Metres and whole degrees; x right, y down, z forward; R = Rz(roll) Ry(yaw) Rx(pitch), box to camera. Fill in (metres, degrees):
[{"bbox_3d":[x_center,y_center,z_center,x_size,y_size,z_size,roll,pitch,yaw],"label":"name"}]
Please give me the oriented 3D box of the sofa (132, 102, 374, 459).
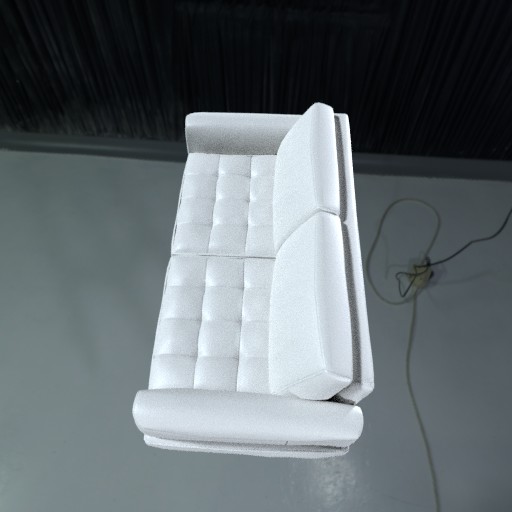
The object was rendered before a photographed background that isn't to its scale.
[{"bbox_3d":[0.000,0.000,2.690,1.121,0.930,2.177,2,58,1],"label":"sofa"}]
